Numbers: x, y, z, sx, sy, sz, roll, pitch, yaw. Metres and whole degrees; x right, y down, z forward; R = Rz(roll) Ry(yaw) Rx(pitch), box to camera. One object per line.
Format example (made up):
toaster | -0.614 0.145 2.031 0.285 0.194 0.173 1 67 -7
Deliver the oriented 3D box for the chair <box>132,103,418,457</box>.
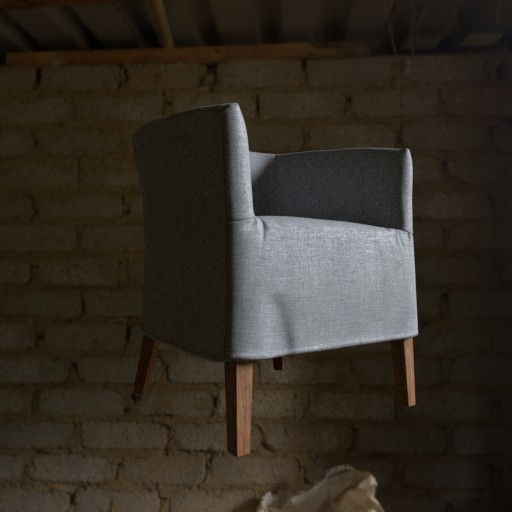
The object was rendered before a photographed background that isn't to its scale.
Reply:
chair | 0.000 0.000 1.244 0.600 0.771 0.668 1 -2 -36
